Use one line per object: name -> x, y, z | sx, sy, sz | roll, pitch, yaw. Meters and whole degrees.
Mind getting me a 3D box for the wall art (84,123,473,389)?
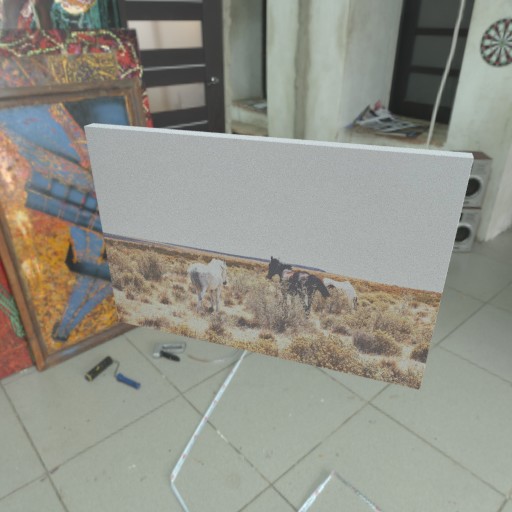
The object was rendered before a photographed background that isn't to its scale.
wall art -> 0.000, 0.000, 1.442 | 1.138, 0.761, 0.051 | 9, 29, 17
